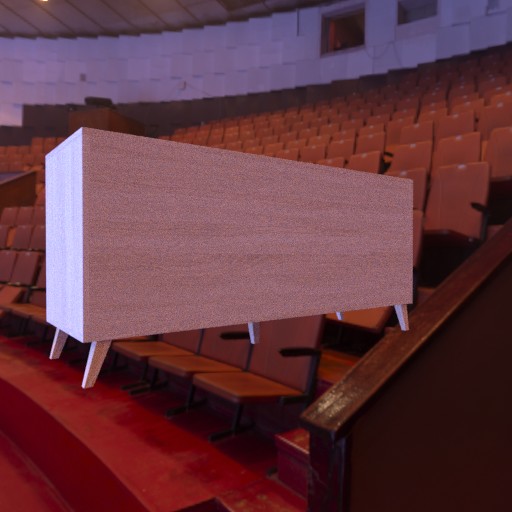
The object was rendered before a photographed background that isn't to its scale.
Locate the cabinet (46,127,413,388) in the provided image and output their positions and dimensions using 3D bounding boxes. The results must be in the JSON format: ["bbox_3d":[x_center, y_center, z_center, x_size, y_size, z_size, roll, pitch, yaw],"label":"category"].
[{"bbox_3d":[0.000,0.000,2.005,1.649,0.780,0.500,-1,1,-37],"label":"cabinet"}]
